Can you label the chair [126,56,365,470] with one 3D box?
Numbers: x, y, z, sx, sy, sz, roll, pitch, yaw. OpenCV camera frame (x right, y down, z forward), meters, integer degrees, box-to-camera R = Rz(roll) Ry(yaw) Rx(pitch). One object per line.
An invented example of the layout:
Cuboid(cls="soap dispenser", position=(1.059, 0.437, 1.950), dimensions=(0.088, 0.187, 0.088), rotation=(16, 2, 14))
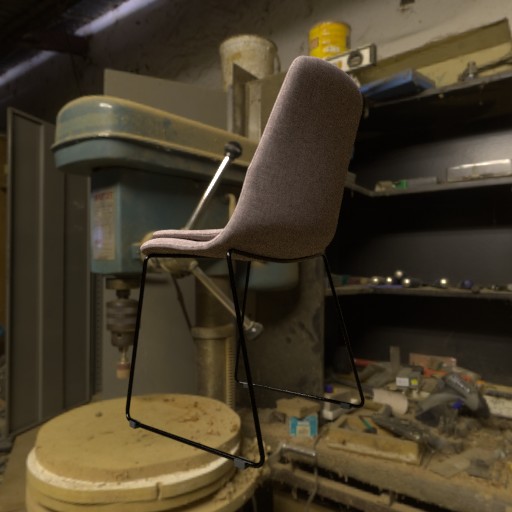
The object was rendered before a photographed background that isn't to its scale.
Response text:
Cuboid(cls="chair", position=(0.000, 0.000, 1.170), dimensions=(0.518, 0.858, 0.479), rotation=(-1, -2, 38))
